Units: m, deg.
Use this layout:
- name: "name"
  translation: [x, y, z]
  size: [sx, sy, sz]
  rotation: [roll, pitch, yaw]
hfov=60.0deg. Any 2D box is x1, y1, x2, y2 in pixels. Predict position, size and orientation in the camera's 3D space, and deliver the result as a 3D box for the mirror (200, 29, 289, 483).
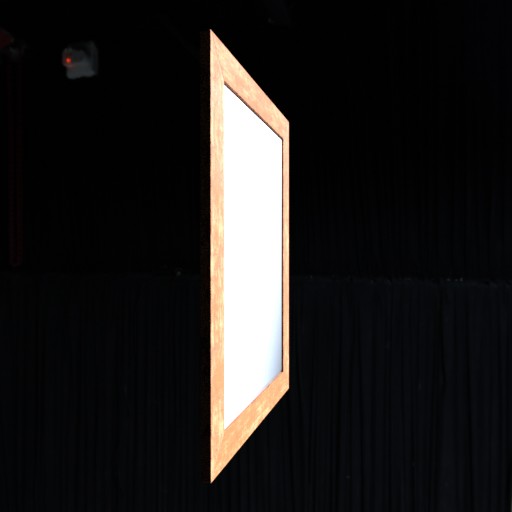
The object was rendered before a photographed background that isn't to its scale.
- name: "mirror"
  translation: [0.000, 0.000, 1.452]
  size: [0.028, 1.099, 0.796]
  rotation: [0, 0, 18]
